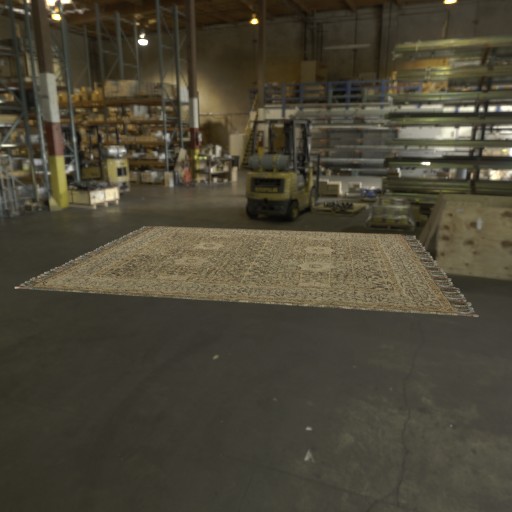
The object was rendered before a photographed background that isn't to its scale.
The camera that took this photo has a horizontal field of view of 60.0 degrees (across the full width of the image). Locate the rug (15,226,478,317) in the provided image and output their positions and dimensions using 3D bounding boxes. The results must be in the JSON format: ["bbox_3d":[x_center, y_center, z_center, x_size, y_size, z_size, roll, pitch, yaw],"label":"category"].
[{"bbox_3d":[0.000,0.000,4.206,3.291,0.017,2.431,3,15,9],"label":"rug"}]
